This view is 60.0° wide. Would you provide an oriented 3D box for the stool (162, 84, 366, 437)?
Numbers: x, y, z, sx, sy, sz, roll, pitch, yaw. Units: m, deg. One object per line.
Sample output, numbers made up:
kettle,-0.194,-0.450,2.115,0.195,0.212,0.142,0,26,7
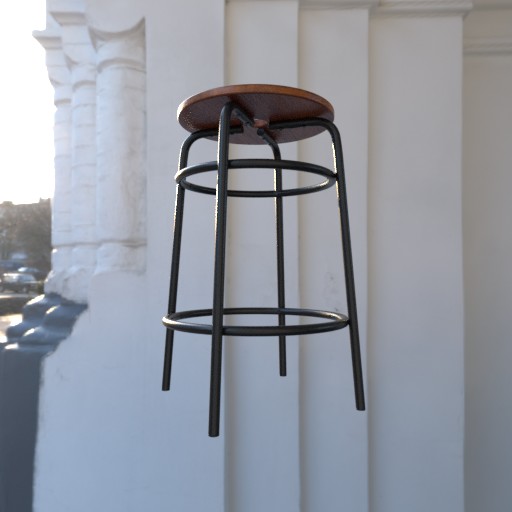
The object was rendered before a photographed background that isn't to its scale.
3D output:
stool,0.000,0.000,0.953,0.455,0.610,0.455,-1,-2,19
